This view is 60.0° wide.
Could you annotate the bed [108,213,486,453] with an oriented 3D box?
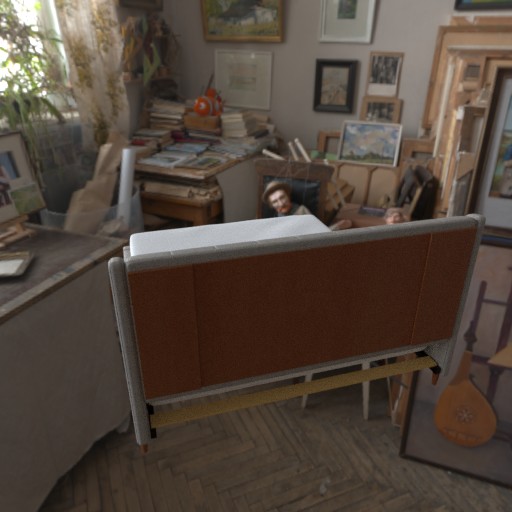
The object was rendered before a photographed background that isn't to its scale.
[{"bbox_3d":[0.000,0.000,3.510,2.062,1.289,2.342,-7,27,-15],"label":"bed"}]
